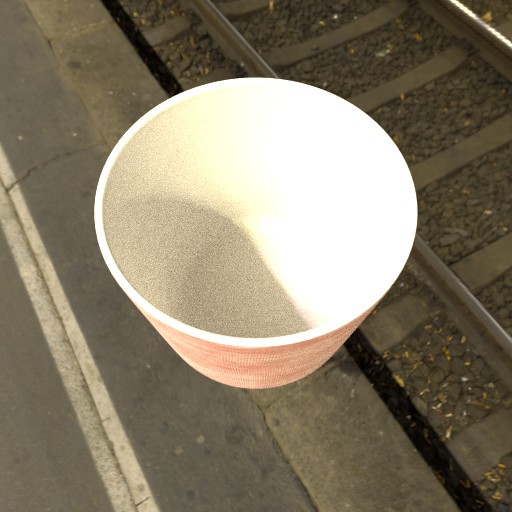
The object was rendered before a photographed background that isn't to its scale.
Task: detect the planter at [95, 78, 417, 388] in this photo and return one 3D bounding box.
[{"bbox_3d":[0.000,0.000,0.787,0.440,0.398,0.440,0,63,0],"label":"planter"}]
